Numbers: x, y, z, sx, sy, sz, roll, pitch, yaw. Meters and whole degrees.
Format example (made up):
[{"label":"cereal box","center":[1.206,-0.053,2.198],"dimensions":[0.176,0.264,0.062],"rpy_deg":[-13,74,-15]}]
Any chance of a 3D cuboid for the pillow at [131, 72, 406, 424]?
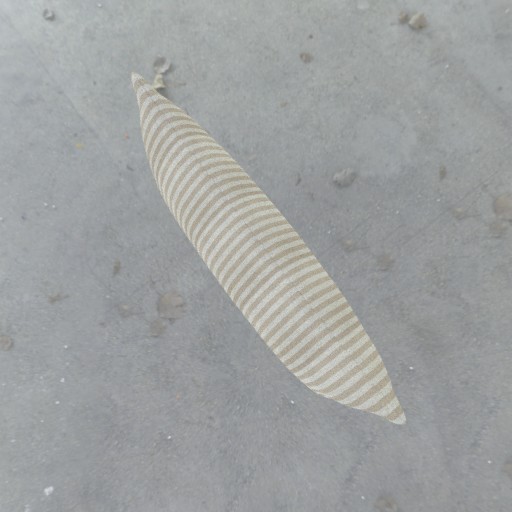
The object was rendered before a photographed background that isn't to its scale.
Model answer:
[{"label":"pillow","center":[0.000,0.000,0.741],"dimensions":[0.151,0.295,0.617],"rpy_deg":[-36,78,-8]}]
